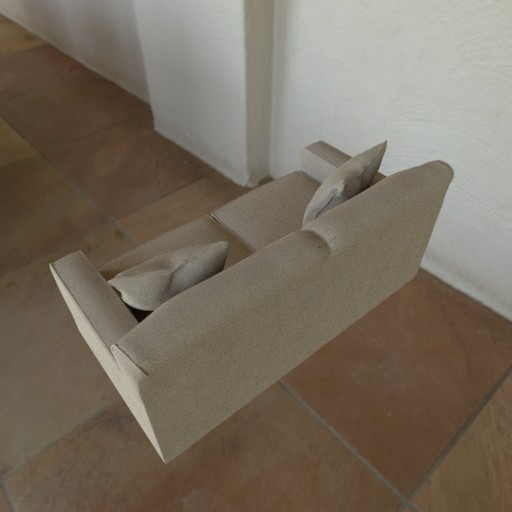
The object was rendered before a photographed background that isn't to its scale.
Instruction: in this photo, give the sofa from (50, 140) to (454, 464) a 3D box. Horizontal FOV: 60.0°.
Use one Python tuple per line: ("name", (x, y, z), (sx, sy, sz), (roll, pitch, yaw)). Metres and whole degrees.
("sofa", (0.000, 0.000, 2.391), (1.846, 0.958, 0.998), (-30, 52, -27))
